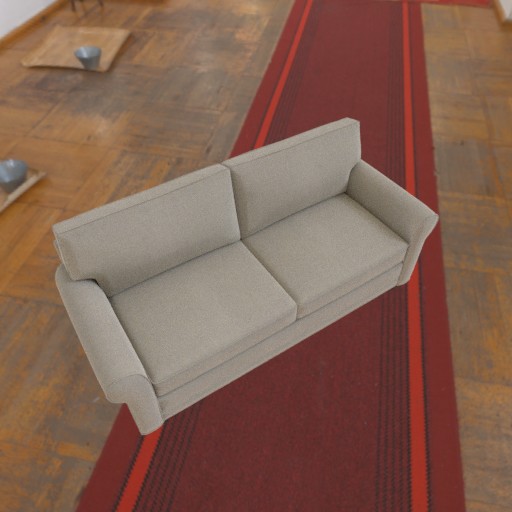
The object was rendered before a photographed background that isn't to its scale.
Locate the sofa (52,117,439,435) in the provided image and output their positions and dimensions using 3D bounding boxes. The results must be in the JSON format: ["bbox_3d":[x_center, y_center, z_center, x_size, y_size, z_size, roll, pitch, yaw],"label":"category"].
[{"bbox_3d":[0.000,0.000,2.668,2.146,0.962,0.901,-25,52,-22],"label":"sofa"}]
